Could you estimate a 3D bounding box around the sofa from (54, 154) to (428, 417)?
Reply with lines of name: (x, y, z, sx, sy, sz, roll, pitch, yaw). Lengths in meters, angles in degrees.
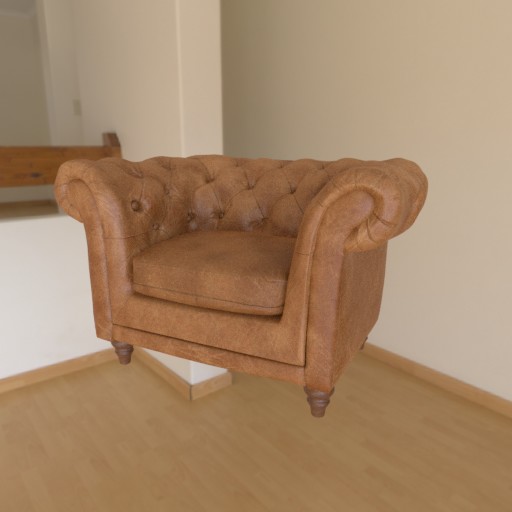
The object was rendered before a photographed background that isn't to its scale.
sofa: (0.000, 0.000, 1.999, 1.405, 0.878, 1.033, 7, 16, 25)
